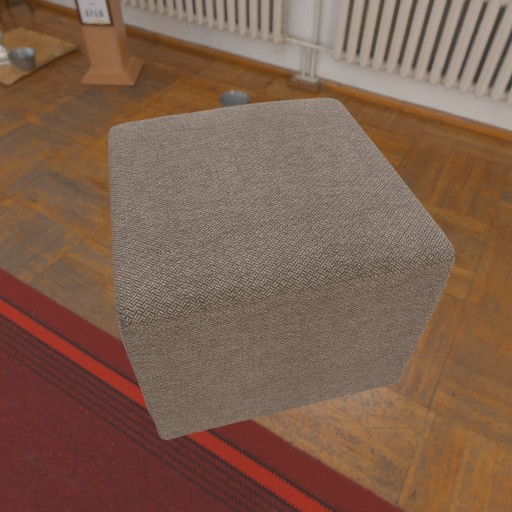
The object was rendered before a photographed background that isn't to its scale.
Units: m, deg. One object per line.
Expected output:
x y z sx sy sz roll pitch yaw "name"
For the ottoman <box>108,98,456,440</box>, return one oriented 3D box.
0.000 0.000 0.920 0.512 0.453 0.519 -10 47 -10 "ottoman"
